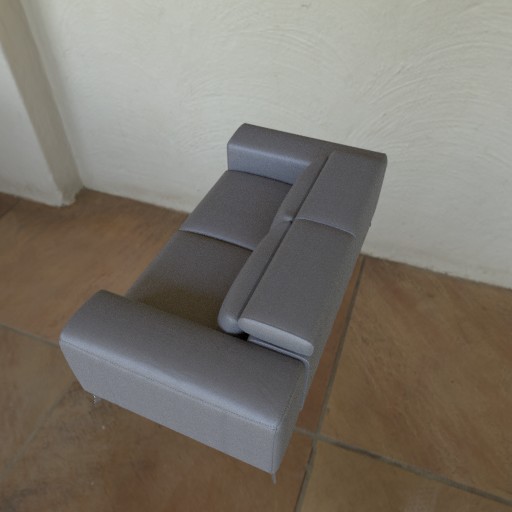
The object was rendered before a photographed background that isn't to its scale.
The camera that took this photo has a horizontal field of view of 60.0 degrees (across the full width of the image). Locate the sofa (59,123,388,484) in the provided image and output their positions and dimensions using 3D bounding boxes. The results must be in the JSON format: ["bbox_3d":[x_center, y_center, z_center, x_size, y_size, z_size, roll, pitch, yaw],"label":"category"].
[{"bbox_3d":[0.000,0.000,2.450,1.024,0.753,1.930,17,48,16],"label":"sofa"}]
